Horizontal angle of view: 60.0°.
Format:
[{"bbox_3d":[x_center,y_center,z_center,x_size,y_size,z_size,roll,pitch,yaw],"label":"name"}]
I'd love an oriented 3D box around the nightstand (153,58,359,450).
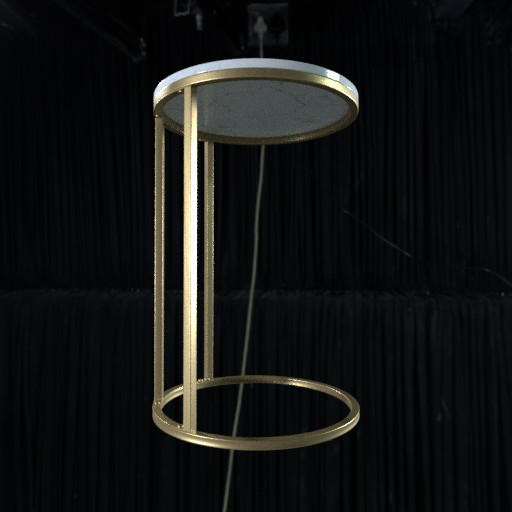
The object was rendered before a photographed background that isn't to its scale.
[{"bbox_3d":[0.000,0.000,0.885,0.400,0.610,0.400,0,-1,-1],"label":"nightstand"}]
